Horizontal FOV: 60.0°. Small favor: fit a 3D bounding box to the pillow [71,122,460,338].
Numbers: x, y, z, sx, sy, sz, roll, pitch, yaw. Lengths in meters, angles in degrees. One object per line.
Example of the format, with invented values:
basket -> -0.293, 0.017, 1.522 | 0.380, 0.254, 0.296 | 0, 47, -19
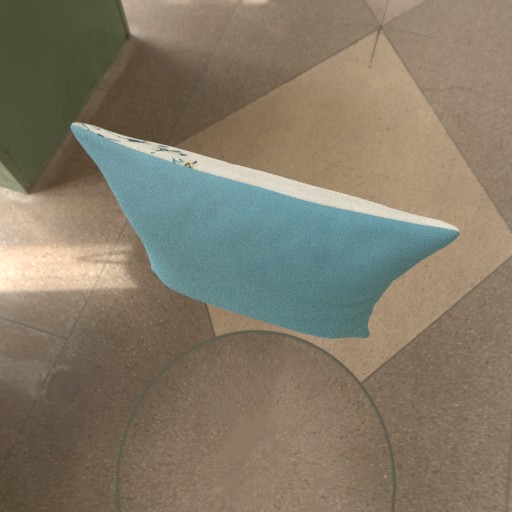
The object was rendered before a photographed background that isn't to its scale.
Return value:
pillow -> 0.000, 0.000, 0.794 | 0.526, 0.507, 0.166 | 17, 66, 8
